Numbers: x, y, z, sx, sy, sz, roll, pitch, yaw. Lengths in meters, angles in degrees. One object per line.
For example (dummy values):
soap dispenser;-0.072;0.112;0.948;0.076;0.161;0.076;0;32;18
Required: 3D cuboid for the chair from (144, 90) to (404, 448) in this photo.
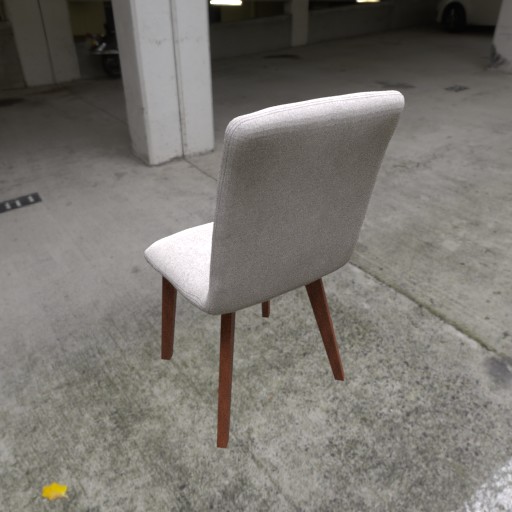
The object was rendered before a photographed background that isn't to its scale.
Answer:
chair;0.000;0.000;1.316;0.522;0.974;0.563;-19;35;-29
